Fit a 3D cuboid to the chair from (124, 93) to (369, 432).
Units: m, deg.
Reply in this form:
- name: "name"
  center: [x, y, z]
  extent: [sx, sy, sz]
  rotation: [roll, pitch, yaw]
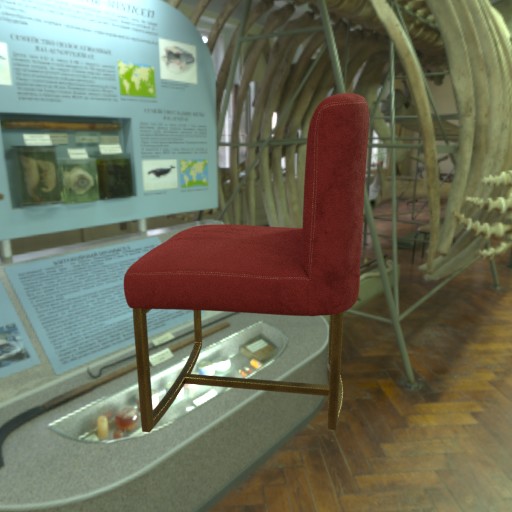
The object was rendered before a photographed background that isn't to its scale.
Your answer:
- name: "chair"
  center: [0.000, 0.000, 1.228]
  extent: [0.560, 0.824, 0.530]
  rotation: [2, 15, 9]
